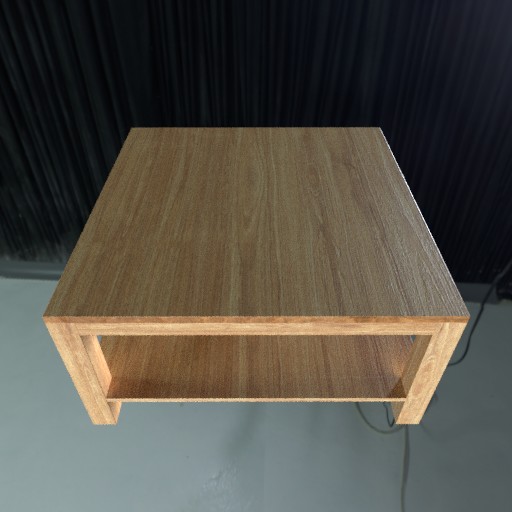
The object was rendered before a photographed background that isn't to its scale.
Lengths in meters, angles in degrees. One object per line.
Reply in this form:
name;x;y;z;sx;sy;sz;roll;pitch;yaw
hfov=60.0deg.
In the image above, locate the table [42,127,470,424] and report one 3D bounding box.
table;0.000;0.000;1.417;0.900;0.450;0.900;0;41;0
